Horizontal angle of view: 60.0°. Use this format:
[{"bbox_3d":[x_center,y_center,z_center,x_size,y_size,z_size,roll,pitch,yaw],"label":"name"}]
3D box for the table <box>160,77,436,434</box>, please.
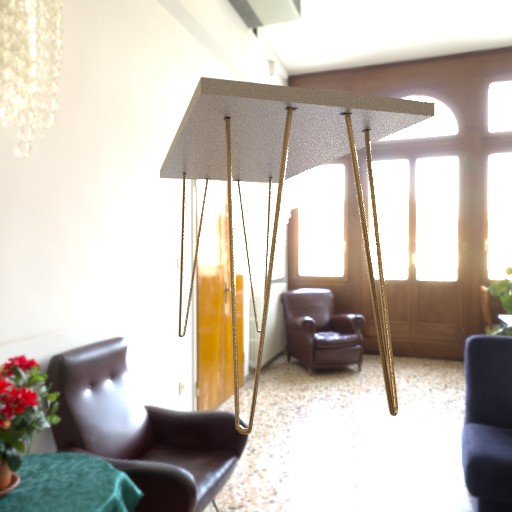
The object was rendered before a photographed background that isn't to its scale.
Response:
[{"bbox_3d":[0.000,0.000,1.345,0.498,0.660,0.991,0,1,-16],"label":"table"}]
